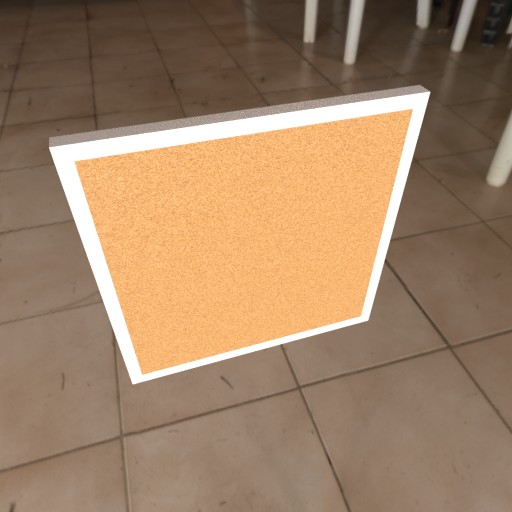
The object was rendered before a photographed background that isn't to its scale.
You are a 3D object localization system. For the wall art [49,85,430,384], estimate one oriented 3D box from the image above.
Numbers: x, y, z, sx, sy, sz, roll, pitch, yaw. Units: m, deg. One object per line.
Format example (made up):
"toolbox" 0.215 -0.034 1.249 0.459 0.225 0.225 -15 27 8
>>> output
"wall art" 0.000 0.000 1.123 0.762 0.762 0.038 -12 44 -13
